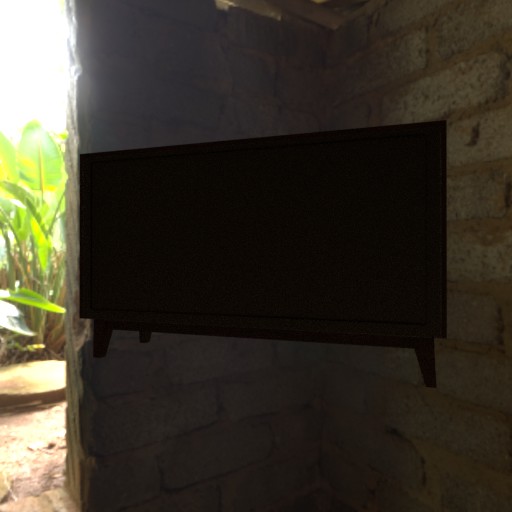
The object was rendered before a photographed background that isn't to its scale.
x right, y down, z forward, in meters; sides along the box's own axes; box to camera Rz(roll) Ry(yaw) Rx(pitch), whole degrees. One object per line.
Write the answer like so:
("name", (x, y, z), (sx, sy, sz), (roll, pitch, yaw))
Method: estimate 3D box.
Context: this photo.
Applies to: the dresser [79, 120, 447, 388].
("dresser", (0.000, 0.000, 2.076), (1.609, 0.971, 0.499), (0, 0, 19))
